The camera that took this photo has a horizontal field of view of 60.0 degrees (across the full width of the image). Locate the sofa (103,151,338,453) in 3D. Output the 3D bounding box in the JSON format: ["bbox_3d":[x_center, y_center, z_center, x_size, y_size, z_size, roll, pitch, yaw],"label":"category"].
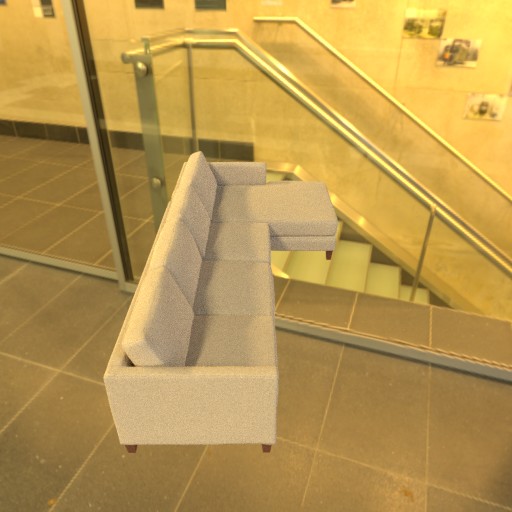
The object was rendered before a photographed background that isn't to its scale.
[{"bbox_3d":[0.000,0.000,3.788,1.625,0.861,3.186,0,32,0],"label":"sofa"}]
